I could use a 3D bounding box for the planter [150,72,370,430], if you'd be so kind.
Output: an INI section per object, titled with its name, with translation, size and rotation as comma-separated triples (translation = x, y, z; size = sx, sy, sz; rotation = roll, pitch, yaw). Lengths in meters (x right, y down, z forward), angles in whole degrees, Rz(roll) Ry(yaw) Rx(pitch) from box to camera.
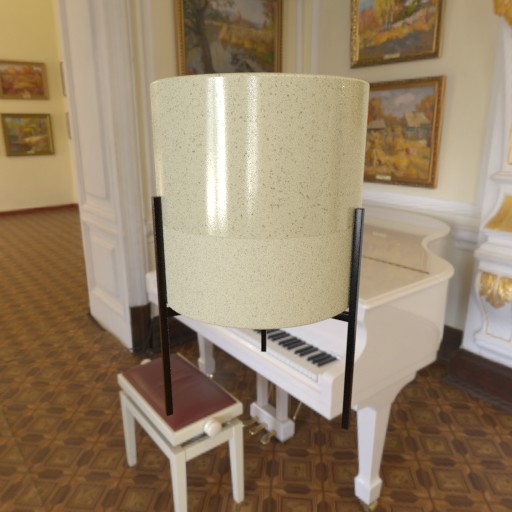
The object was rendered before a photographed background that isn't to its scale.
[planter]
translation = 0.000, 0.000, 0.538
size = 0.243, 0.390, 0.234
rotation = -8, 18, -25
